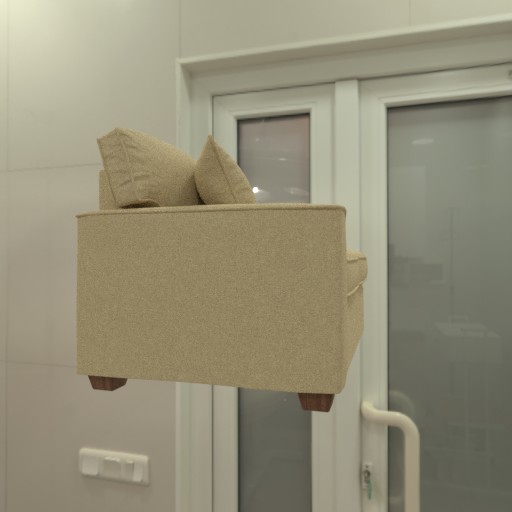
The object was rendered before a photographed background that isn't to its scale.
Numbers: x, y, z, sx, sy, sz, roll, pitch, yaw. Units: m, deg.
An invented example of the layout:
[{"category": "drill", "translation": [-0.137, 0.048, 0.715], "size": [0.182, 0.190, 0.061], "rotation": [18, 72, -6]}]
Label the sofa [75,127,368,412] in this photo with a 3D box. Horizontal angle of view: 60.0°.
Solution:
[{"category": "sofa", "translation": [0.000, 0.000, 2.132], "size": [0.991, 0.989, 1.388], "rotation": [0, 0, 17]}]
